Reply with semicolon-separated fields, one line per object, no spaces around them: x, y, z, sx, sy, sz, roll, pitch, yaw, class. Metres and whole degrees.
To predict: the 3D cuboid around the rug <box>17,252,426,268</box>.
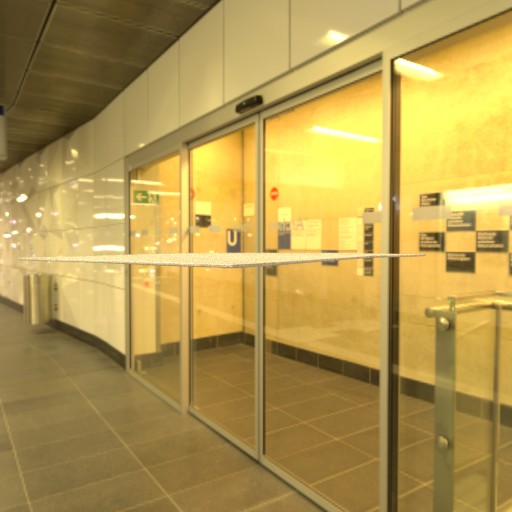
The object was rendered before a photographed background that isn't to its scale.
0.000;0.000;2.256;1.179;0.022;1.820;1;2;36;rug
